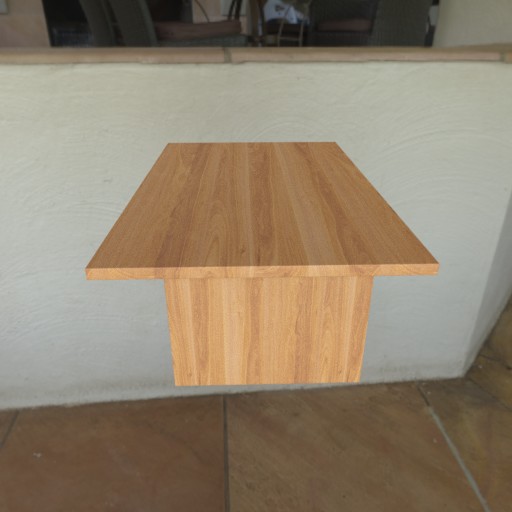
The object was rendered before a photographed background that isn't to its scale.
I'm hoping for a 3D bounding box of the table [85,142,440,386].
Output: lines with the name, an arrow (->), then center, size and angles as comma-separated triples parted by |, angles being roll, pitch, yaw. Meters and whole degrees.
table -> 0.000, 0.000, 1.477 | 0.700, 0.510, 1.100 | -1, 27, -1
